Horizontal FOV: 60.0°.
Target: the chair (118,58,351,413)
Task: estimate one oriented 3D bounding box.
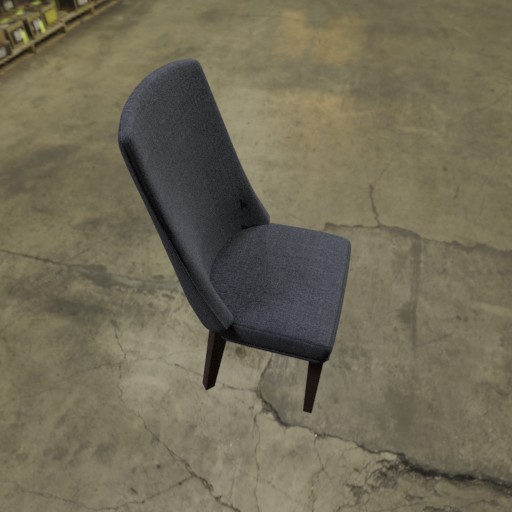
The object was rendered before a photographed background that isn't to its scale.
[{"bbox_3d":[0.000,0.000,1.381,0.577,1.050,0.510,11,47,11],"label":"chair"}]
